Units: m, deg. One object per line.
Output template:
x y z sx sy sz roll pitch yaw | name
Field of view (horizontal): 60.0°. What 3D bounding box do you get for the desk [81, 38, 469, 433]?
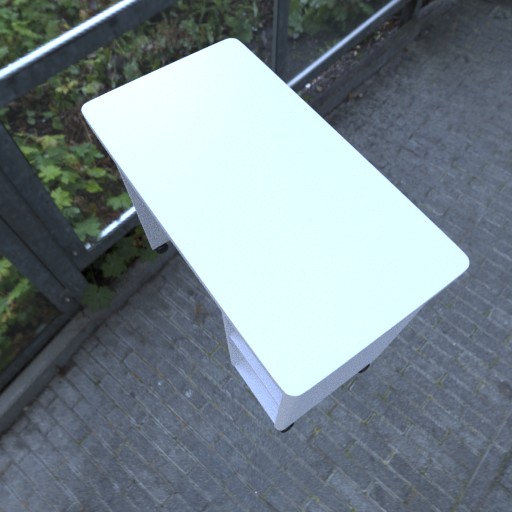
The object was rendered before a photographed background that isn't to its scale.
0.000 0.000 1.338 0.475 0.763 0.877 -32 67 -16 | desk
